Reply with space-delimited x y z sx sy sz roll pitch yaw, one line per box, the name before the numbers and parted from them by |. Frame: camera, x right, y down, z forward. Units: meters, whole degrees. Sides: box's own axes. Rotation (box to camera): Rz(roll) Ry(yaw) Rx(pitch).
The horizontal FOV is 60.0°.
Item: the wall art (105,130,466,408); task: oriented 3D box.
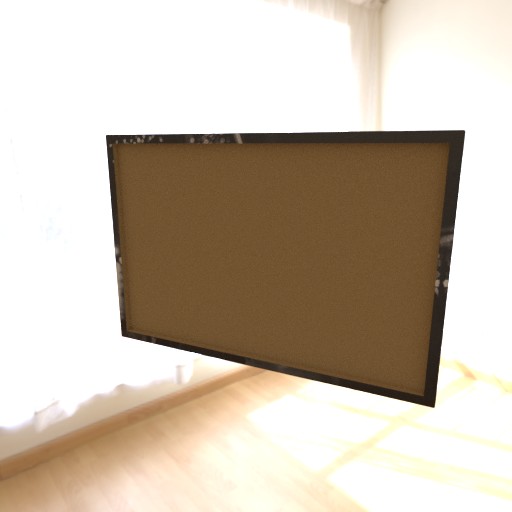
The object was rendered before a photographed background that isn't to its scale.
wall art | 0.000 0.000 1.137 0.914 0.609 0.038 7 15 24
